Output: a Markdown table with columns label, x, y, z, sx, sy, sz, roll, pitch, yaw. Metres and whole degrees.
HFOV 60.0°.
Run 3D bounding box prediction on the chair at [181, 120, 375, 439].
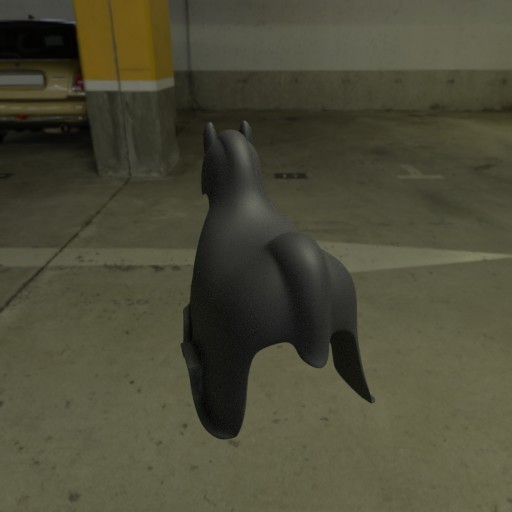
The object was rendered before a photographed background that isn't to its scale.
| label | x | y | z | sx | sy | sz | roll | pitch | yaw |
| --- | --- | --- | --- | --- | --- | --- | --- | --- | --- |
| chair | 0.000 | 0.000 | 1.159 | 0.429 | 0.612 | 0.800 | -8 | 26 | -16 |
